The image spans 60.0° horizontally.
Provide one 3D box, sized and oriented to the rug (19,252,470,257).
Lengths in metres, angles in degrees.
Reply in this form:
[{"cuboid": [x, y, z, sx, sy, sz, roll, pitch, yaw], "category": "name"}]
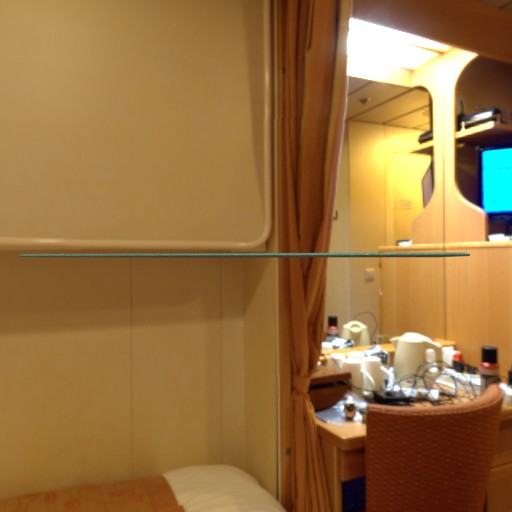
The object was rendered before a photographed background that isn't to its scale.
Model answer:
[{"cuboid": [0.000, 0.000, 3.426, 2.769, 0.018, 1.830, 0, 0, 18], "category": "rug"}]
